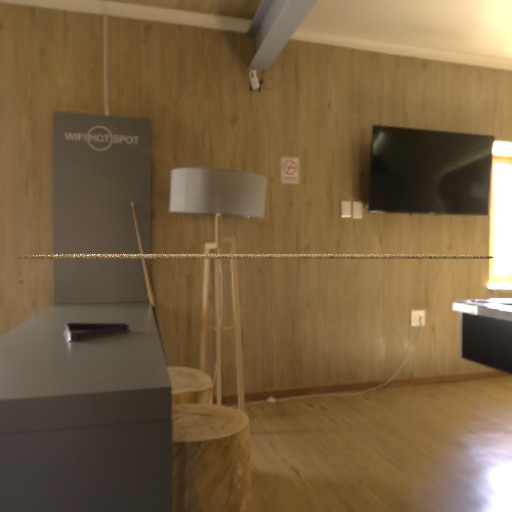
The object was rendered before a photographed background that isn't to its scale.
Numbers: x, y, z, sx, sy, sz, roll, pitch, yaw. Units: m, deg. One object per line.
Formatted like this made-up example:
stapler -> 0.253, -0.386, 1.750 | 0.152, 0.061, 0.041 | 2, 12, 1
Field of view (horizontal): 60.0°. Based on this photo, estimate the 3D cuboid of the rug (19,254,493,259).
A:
rug -> 0.000, 0.000, 2.478 | 2.290, 0.014, 0.700 | 0, 1, 0
